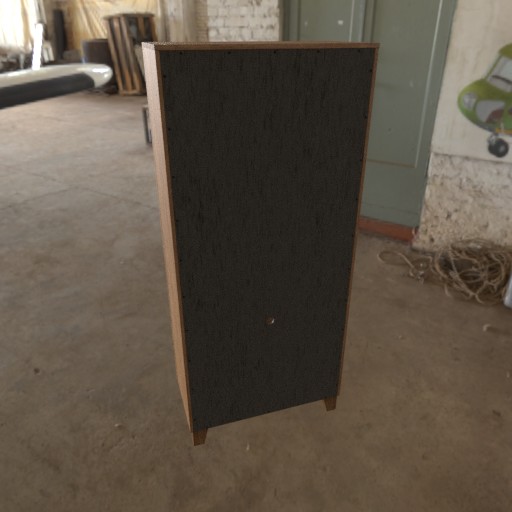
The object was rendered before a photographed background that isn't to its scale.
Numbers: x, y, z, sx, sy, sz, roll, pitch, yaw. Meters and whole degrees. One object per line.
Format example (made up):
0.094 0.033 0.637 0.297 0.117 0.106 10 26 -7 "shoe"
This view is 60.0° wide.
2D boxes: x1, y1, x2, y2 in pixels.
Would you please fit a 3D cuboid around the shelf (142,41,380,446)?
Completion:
0.000 0.000 2.224 0.864 1.930 0.453 -8 28 -16 "shelf"
